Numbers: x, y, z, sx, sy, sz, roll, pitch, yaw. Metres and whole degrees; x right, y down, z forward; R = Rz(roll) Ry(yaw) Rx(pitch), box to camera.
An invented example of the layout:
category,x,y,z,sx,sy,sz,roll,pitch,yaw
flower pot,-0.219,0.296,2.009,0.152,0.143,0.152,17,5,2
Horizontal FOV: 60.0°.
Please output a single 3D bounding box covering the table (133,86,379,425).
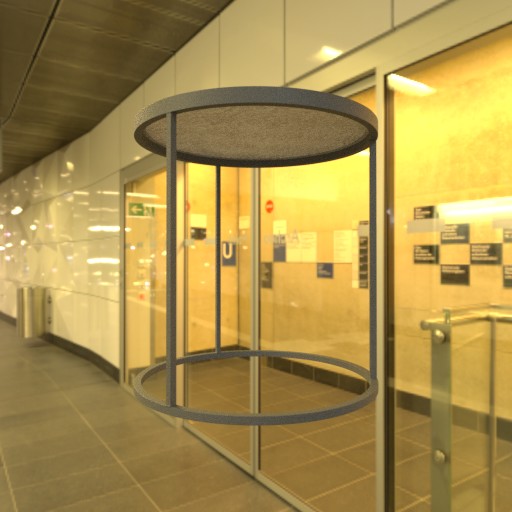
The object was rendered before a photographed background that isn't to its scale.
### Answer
category,x,y,z,sx,sy,sz,roll,pitch,yaw
table,0.000,0.000,0.883,0.470,0.498,0.470,0,0,0
